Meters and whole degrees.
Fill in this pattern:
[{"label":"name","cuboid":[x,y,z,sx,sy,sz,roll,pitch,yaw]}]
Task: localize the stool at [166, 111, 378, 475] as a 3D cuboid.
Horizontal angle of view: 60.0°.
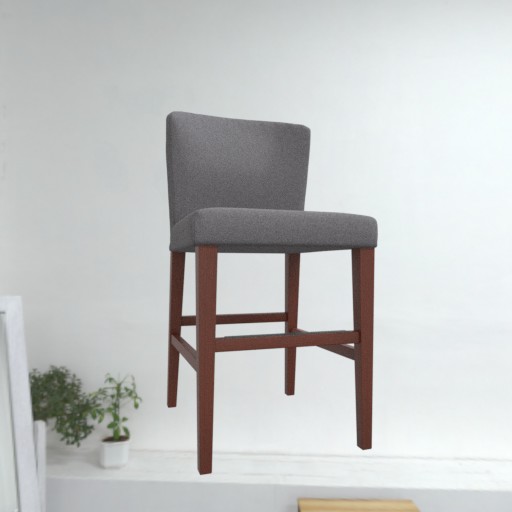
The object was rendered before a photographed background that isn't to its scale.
[{"label":"stool","cuboid":[0.000,0.000,1.286,0.481,0.968,0.568,0,-1,-19]}]
